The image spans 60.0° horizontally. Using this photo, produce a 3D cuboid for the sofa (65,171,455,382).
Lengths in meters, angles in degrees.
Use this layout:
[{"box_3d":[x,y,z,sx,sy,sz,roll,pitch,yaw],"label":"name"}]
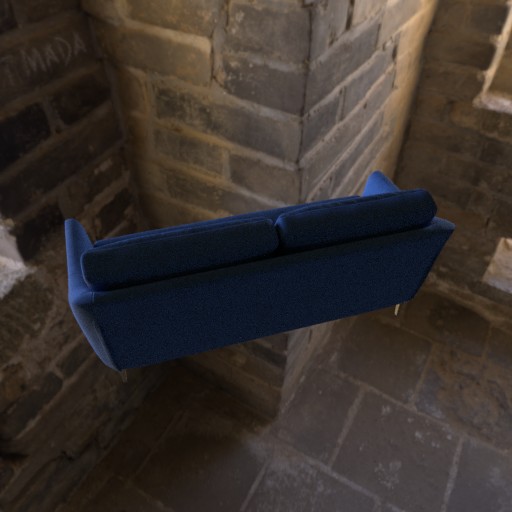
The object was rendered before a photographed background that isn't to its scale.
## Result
[{"box_3d":[0.000,0.000,2.547,2.036,0.903,0.960,-11,42,-13],"label":"sofa"}]
